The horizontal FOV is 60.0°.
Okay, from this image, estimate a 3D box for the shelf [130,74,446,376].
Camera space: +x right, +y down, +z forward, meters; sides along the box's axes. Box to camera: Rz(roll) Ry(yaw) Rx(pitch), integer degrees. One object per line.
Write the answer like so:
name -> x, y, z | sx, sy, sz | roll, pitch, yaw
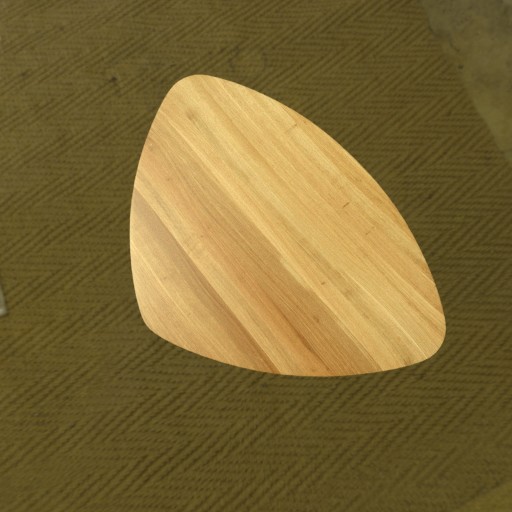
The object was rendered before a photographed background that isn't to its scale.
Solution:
shelf -> 0.000, 0.000, 1.623 | 0.863, 0.439, 1.240 | -40, 78, -10
